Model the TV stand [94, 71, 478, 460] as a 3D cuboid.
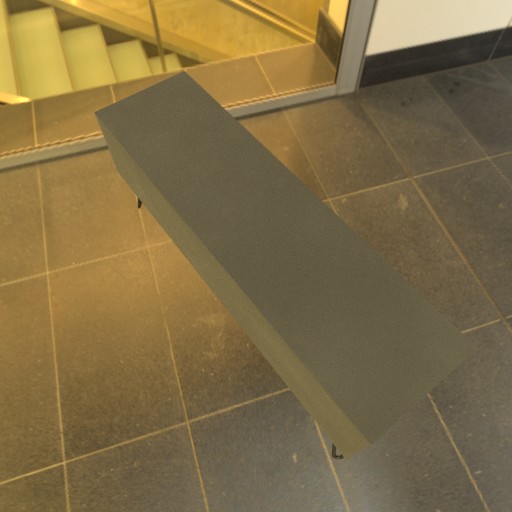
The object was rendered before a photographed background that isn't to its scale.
[{"bbox_3d":[0.000,0.000,1.612,0.400,0.560,1.400,-33,64,-18],"label":"TV stand"}]
